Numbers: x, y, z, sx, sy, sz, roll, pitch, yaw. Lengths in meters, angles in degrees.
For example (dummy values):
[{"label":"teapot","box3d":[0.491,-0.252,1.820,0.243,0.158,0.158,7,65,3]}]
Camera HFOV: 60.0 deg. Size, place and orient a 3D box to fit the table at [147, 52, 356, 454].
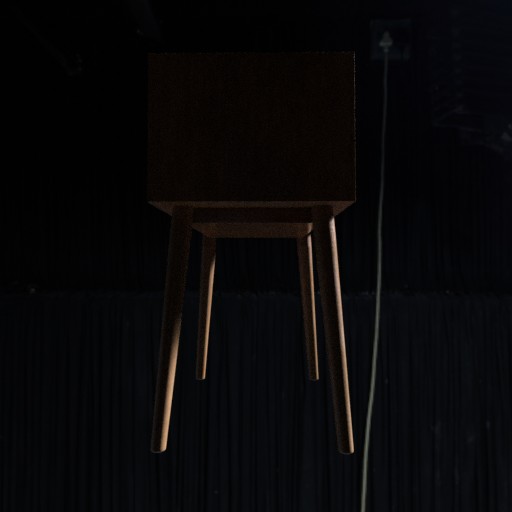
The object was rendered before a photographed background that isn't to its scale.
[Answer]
[{"label":"table","box3d":[0.000,0.000,0.865,0.307,0.580,0.454,0,-2,1]}]
